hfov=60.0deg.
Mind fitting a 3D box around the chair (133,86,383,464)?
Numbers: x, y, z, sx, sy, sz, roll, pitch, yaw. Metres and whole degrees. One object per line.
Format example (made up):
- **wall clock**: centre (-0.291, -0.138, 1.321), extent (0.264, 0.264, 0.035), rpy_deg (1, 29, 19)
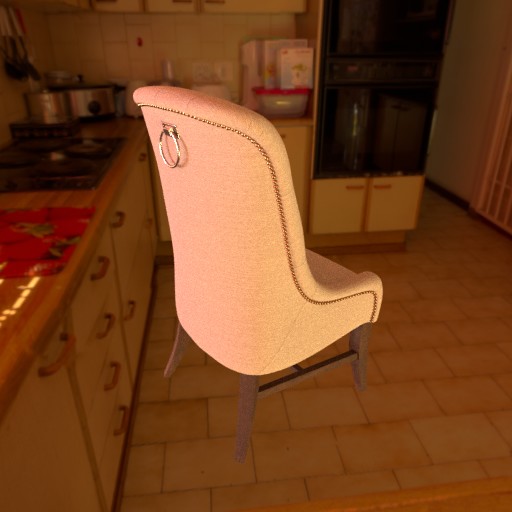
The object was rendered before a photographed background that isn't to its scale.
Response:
- **chair**: centre (0.000, 0.000, 1.485), extent (0.629, 1.091, 0.634), rpy_deg (-18, 31, -33)
